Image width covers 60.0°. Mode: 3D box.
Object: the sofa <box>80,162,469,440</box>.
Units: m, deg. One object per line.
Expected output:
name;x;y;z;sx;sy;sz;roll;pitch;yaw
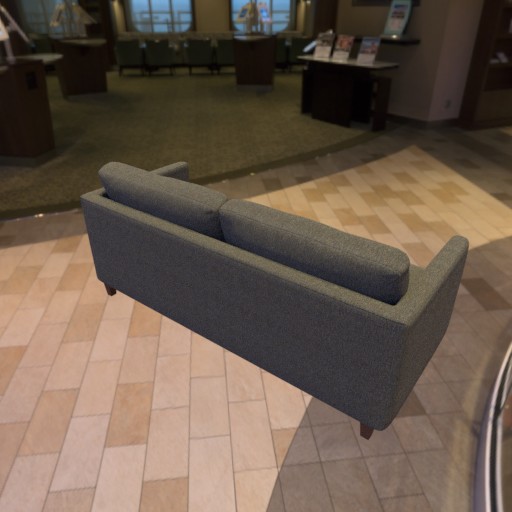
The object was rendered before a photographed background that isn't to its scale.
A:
sofa;0.000;0.000;2.743;2.208;0.965;0.948;21;36;32
